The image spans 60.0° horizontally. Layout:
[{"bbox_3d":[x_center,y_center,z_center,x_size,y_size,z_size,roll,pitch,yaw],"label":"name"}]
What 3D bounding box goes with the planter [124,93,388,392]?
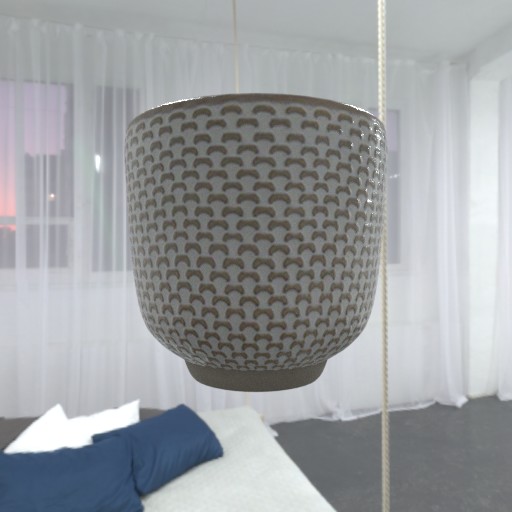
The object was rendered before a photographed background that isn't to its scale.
[{"bbox_3d":[0.000,0.000,0.243,0.139,0.130,0.139,0,0,0],"label":"planter"}]
